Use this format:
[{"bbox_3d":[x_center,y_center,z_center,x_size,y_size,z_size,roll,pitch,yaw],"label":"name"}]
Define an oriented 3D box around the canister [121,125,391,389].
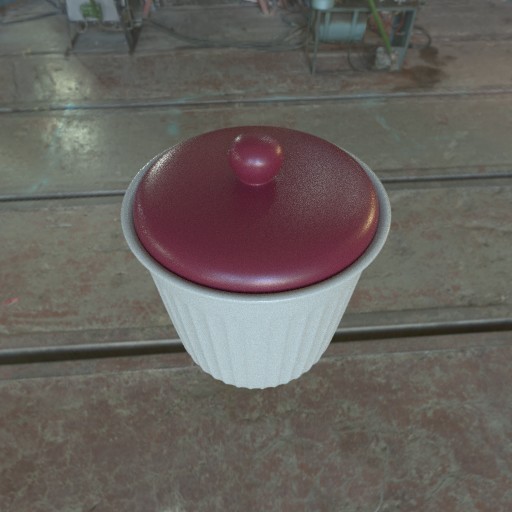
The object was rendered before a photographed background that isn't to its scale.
[{"bbox_3d":[0.000,0.000,0.345,0.181,0.211,0.181,0,46,0],"label":"canister"}]
